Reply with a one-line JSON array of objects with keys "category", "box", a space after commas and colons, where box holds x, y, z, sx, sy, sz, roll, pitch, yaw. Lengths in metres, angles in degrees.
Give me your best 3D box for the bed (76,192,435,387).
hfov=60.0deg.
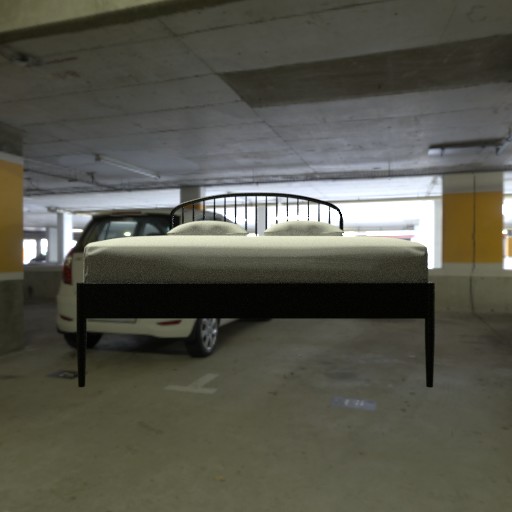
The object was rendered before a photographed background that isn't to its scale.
[{"category": "bed", "box": [0.000, 0.000, 3.056, 1.618, 1.166, 2.159, 0, 0, 0]}]
